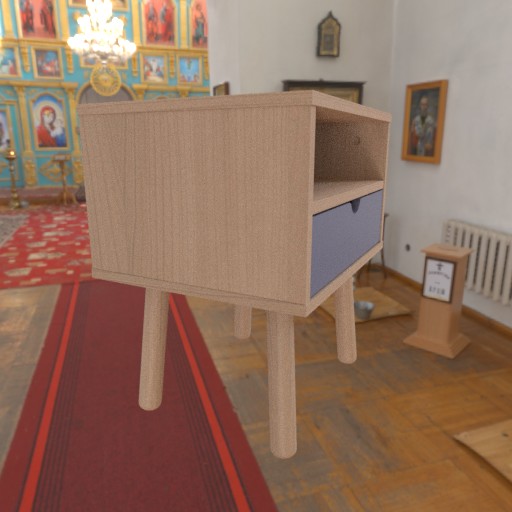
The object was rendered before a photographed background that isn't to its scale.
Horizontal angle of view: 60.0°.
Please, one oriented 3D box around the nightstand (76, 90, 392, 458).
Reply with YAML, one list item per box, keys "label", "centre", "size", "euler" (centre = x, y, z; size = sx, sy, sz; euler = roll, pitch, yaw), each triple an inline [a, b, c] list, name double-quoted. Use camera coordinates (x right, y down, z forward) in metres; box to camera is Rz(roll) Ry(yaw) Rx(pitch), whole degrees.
- label: "nightstand"
  centre: [0.000, 0.000, 0.844]
  size: [0.380, 0.530, 0.450]
  euler: [7, 16, 27]
